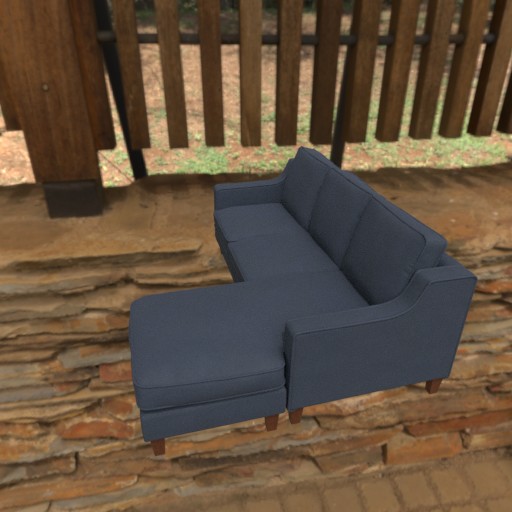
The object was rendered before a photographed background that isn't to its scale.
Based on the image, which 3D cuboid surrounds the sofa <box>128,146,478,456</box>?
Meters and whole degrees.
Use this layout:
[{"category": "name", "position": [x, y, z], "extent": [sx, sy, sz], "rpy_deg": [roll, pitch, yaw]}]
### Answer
[{"category": "sofa", "position": [0.000, 0.000, 3.264], "extent": [1.858, 1.066, 2.317], "rpy_deg": [-7, 29, -13]}]
